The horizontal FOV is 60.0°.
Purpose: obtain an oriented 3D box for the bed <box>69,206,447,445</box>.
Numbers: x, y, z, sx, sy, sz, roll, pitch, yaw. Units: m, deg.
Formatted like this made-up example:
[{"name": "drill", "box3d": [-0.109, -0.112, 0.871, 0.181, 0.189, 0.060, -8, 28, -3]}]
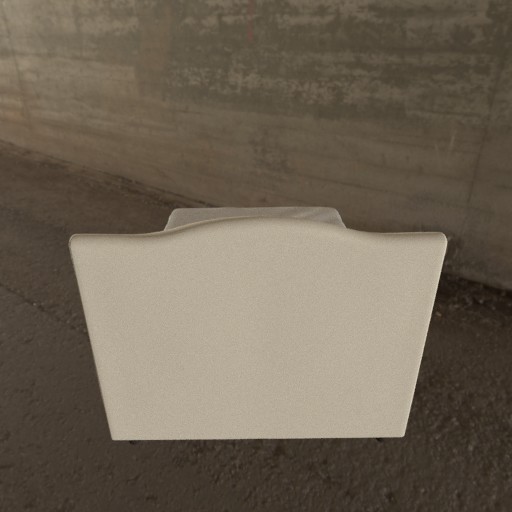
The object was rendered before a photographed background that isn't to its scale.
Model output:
[{"name": "bed", "box3d": [0.000, 0.000, 3.250, 1.753, 1.460, 2.143, 0, 28, -1]}]
